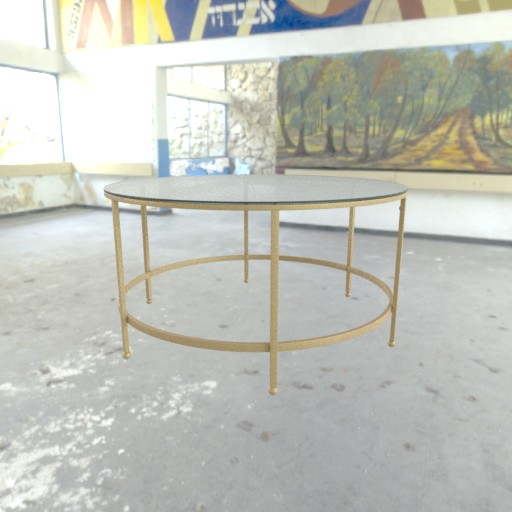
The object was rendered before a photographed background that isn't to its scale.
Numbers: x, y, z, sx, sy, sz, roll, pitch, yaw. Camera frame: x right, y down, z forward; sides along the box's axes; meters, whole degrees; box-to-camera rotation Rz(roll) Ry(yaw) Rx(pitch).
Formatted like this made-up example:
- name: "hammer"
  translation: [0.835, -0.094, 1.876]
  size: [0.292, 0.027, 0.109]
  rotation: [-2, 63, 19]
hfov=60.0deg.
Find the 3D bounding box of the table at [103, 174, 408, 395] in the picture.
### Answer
- name: "table"
  translation: [0.000, 0.000, 1.452]
  size: [0.914, 0.470, 0.914]
  rotation: [0, 14, 0]
